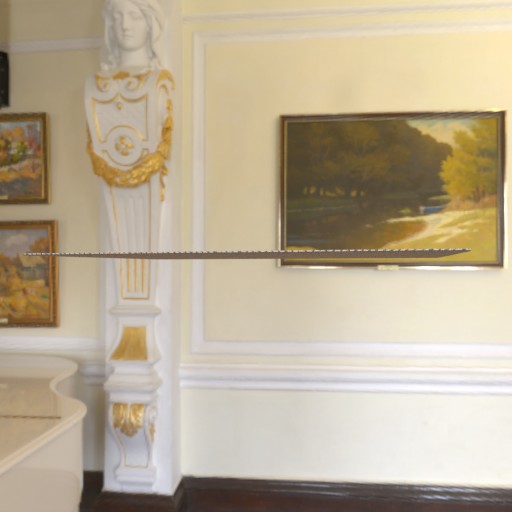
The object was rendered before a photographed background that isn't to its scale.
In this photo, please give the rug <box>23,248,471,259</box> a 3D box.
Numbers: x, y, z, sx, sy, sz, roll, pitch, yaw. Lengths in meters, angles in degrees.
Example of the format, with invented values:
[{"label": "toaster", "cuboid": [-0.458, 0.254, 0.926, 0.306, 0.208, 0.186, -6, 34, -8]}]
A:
[{"label": "rug", "cuboid": [0.000, 0.000, 2.163, 1.752, 0.008, 1.144, 0, -1, 18]}]
